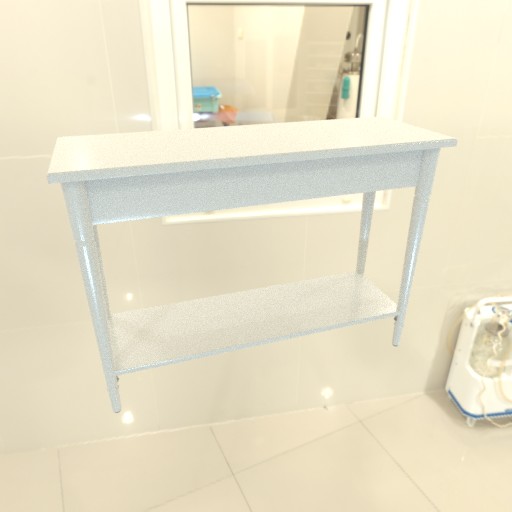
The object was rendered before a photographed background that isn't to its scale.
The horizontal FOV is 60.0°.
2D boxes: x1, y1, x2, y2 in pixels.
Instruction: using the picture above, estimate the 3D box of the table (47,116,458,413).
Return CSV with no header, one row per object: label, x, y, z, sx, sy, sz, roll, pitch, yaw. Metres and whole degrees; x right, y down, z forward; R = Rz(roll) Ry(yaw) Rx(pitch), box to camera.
table,0.000,0.000,1.421,1.067,0.749,0.381,-9,28,-17
